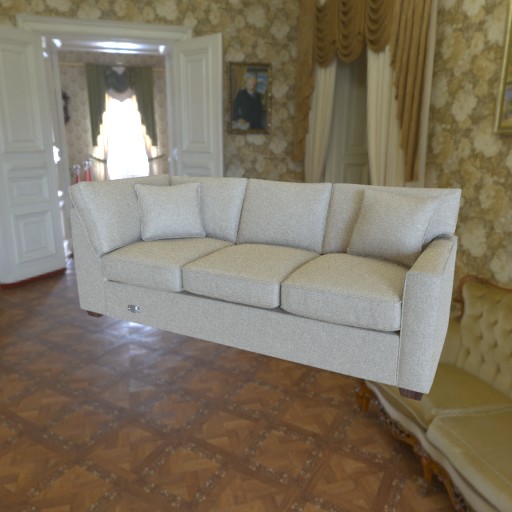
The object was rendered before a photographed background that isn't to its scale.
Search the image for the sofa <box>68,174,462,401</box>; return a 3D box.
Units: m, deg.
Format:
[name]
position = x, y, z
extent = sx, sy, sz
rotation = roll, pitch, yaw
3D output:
[sofa]
position = 0.000, 0.000, 2.876
extent = 2.323, 0.948, 1.053
rotation = 8, 16, 27
